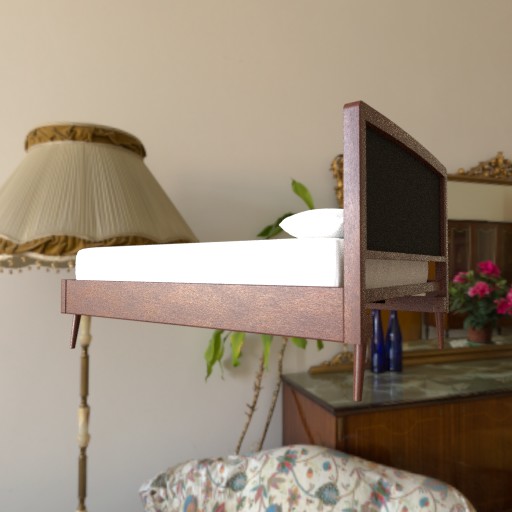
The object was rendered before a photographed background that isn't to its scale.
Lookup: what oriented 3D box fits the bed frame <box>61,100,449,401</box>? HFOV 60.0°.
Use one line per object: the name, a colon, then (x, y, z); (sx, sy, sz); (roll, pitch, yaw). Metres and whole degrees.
bed frame: (0.000, 0.000, 3.085); (2.171, 1.279, 1.587); (-1, -2, 35)
